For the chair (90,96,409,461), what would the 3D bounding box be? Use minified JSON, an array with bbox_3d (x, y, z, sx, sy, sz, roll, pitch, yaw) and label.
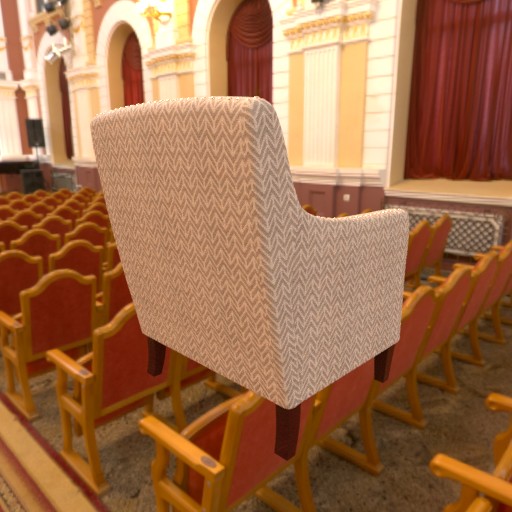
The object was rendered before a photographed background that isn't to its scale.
[{"bbox_3d":[0.000,0.000,1.286,0.623,0.816,0.651,13,19,43],"label":"chair"}]
